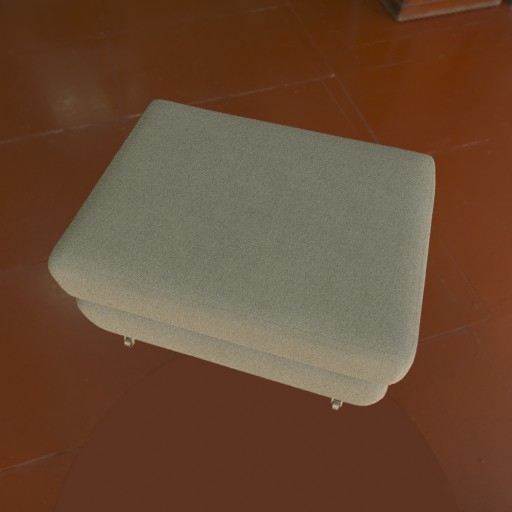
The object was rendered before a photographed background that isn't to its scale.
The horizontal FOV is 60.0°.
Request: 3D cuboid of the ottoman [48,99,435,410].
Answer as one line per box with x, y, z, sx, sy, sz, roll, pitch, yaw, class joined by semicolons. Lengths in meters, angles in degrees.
0.000;0.000;1.159;0.773;0.504;0.569;14;59;9;ottoman
